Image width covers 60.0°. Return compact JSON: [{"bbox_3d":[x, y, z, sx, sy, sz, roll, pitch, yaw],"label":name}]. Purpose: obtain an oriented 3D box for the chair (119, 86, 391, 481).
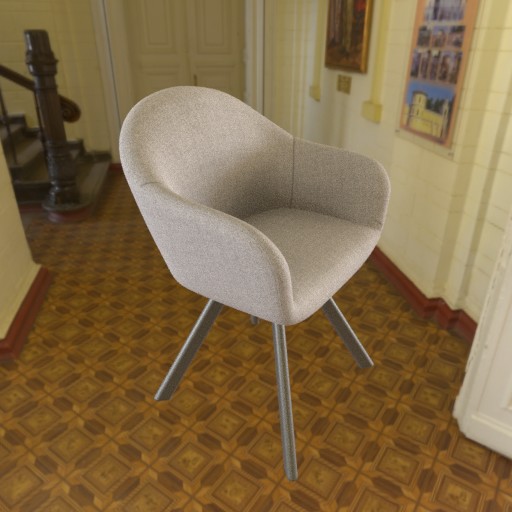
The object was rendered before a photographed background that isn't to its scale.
[{"bbox_3d":[0.000,0.000,1.147,0.550,0.795,0.590,17,32,30],"label":"chair"}]
